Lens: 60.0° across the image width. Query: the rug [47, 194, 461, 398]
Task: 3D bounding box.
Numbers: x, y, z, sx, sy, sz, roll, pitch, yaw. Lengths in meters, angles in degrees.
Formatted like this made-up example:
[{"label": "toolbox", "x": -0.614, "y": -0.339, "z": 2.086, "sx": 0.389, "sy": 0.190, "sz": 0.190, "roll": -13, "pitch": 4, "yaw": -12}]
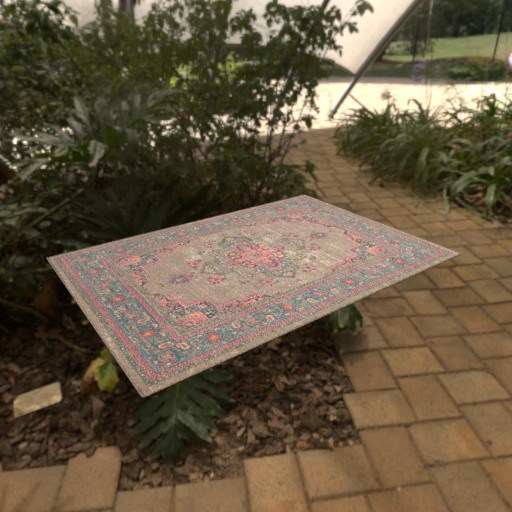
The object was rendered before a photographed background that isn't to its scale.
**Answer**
[{"label": "rug", "x": 0.000, "y": 0.000, "z": 3.752, "sx": 2.890, "sy": 0.013, "sz": 2.005, "roll": -18, "pitch": 31, "yaw": -32}]
